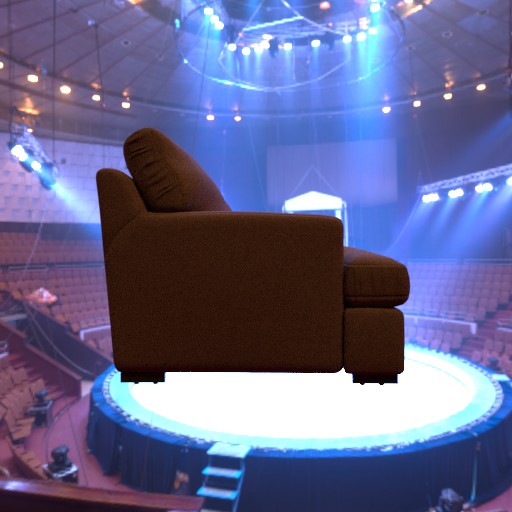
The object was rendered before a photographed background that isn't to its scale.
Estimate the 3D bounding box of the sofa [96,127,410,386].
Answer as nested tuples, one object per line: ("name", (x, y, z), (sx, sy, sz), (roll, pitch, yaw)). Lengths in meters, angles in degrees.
("sofa", (0.000, 0.000, 2.473), (1.140, 0.950, 1.869), (0, -1, 1))
